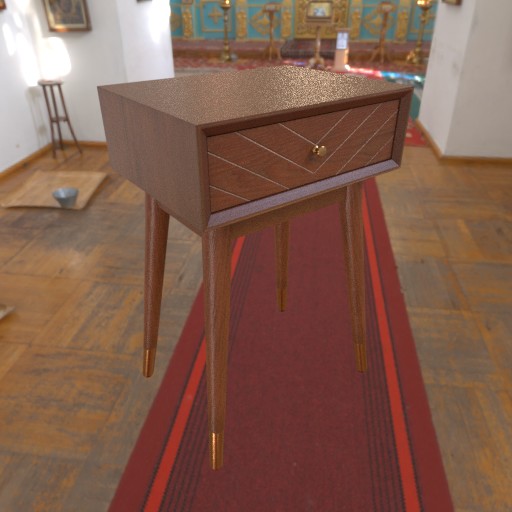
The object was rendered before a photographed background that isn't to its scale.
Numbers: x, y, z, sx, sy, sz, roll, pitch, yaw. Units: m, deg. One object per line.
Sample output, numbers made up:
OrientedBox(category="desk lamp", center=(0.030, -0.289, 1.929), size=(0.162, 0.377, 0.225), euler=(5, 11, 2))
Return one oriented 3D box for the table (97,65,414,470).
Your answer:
OrientedBox(category="table", center=(0.000, 0.000, 0.825), size=(0.406, 0.599, 0.300), euler=(-21, 37, -32))
